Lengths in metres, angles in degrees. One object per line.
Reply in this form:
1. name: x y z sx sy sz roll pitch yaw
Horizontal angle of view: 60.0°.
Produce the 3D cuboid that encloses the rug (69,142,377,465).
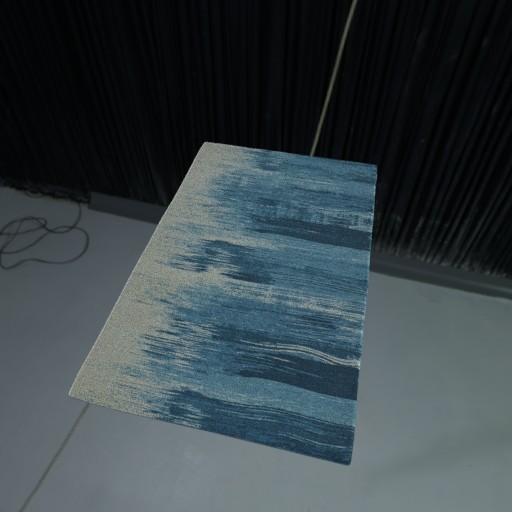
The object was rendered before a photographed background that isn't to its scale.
1. rug: 0.000 0.000 3.054 1.540 0.027 2.450 10 49 9
